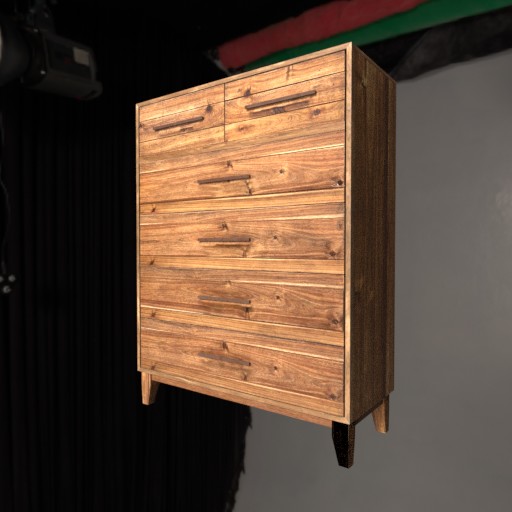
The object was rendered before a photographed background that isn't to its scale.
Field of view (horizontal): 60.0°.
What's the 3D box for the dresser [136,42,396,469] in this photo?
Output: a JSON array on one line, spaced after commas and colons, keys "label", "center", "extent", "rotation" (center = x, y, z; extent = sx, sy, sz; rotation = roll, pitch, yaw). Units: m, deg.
[{"label": "dresser", "center": [0.000, 0.000, 1.915], "extent": [1.062, 1.393, 0.442], "rotation": [1, 2, 36]}]
